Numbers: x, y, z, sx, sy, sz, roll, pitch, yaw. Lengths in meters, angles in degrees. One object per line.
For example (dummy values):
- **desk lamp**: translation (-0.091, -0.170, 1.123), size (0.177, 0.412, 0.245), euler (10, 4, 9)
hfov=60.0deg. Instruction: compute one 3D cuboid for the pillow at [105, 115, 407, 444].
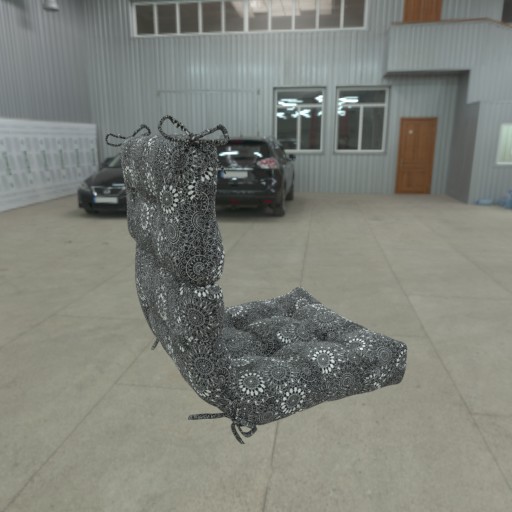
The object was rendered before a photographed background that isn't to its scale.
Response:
- **pillow**: translation (0.000, 0.000, 1.048), size (0.571, 0.605, 0.519), euler (-7, 16, -26)
